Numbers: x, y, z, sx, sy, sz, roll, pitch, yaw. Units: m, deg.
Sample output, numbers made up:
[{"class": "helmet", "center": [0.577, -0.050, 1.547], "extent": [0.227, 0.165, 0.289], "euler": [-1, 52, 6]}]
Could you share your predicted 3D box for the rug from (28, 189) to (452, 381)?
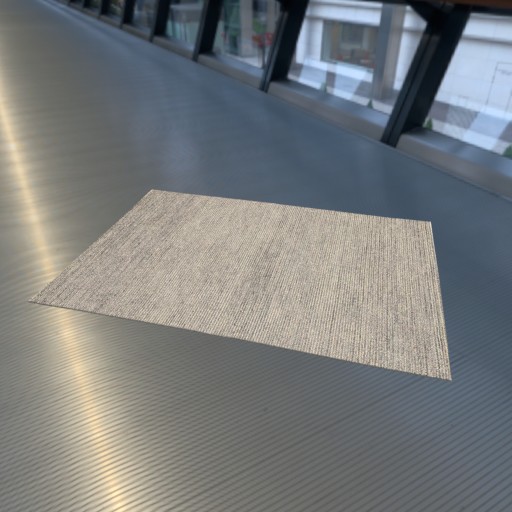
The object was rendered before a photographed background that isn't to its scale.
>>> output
[{"class": "rug", "center": [0.000, 0.000, 2.938], "extent": [2.307, 0.030, 1.604], "euler": [8, 33, 13]}]
